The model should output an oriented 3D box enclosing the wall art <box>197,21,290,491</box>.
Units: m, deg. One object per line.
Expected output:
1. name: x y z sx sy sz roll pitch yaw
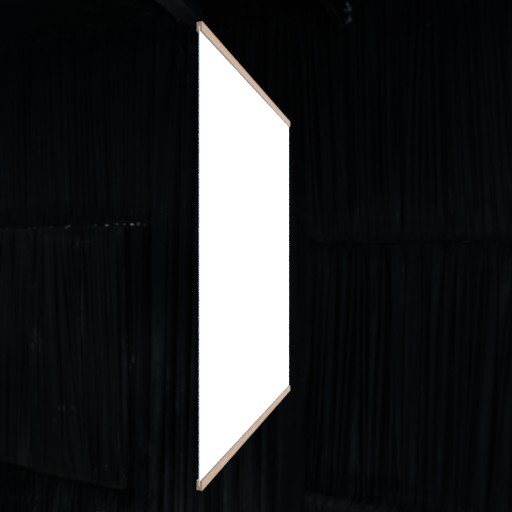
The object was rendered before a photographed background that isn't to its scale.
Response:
1. wall art: 0.000 0.000 1.321 0.013 1.016 0.758 0 0 19
